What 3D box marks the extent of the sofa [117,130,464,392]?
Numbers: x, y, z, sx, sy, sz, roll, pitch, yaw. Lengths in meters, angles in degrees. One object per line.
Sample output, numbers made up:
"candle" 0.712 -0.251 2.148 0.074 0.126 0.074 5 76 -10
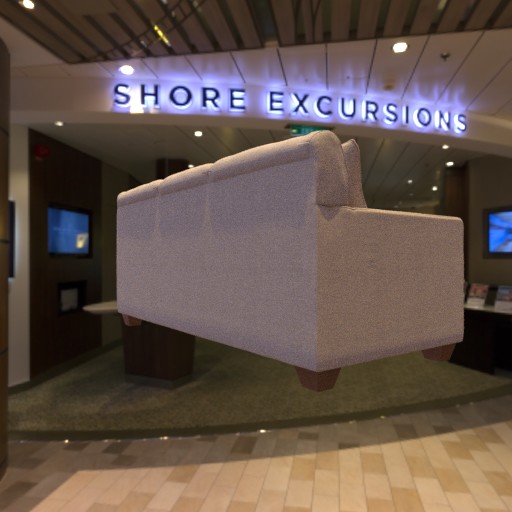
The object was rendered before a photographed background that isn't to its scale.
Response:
"sofa" 0.000 0.000 2.585 0.997 0.958 2.024 0 0 -36
